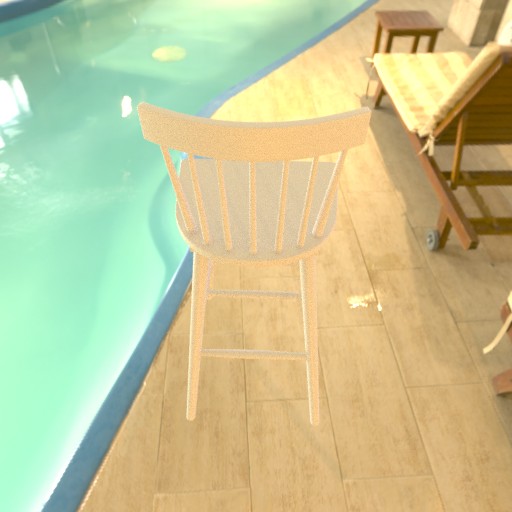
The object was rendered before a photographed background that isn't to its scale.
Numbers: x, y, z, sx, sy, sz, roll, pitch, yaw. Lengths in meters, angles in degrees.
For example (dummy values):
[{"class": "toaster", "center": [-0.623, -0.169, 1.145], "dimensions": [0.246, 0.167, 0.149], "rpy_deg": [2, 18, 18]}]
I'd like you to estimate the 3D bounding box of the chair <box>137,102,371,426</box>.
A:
[{"class": "chair", "center": [0.000, 0.000, 1.364], "dimensions": [0.483, 1.092, 0.572], "rpy_deg": [2, 45, 2]}]
